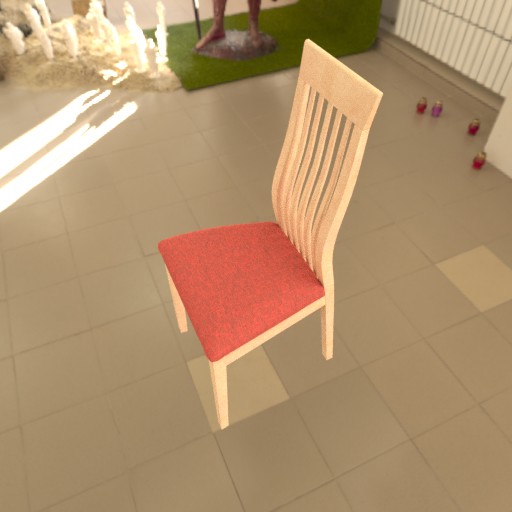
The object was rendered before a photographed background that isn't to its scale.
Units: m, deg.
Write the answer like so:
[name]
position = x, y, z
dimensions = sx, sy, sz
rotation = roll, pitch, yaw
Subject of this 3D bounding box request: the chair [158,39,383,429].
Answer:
[chair]
position = 0.000, 0.000, 1.265
dimensions = 0.474, 1.027, 0.460
rotation = -19, 50, -17
